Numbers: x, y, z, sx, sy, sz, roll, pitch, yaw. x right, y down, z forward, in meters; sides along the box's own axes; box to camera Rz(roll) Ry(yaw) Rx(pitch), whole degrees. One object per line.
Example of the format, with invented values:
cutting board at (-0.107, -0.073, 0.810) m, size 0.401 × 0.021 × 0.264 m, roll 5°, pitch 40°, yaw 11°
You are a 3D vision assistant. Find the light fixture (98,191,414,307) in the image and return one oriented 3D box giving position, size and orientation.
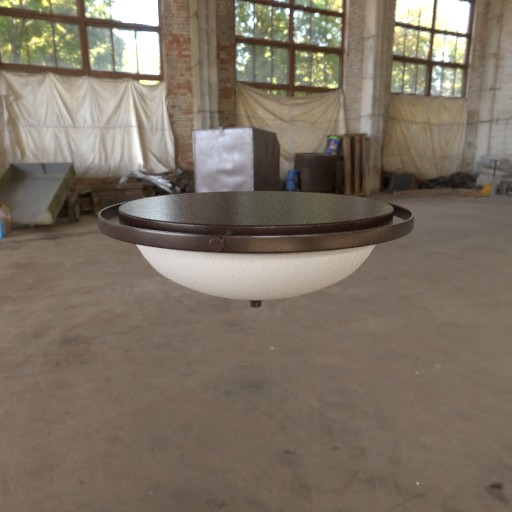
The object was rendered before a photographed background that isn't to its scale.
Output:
light fixture at (0.000, 0.000, 0.548) m, size 0.361 × 0.130 × 0.361 m, roll 0°, pitch 14°, yaw 0°
